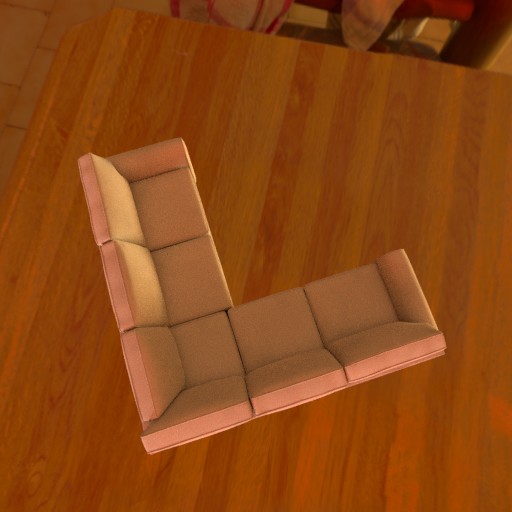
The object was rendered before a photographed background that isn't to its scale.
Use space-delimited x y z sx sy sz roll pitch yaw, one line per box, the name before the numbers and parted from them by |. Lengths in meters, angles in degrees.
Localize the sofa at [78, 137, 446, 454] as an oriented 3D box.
sofa | 0.000 0.000 3.954 2.487 1.053 2.562 -17 76 -4
